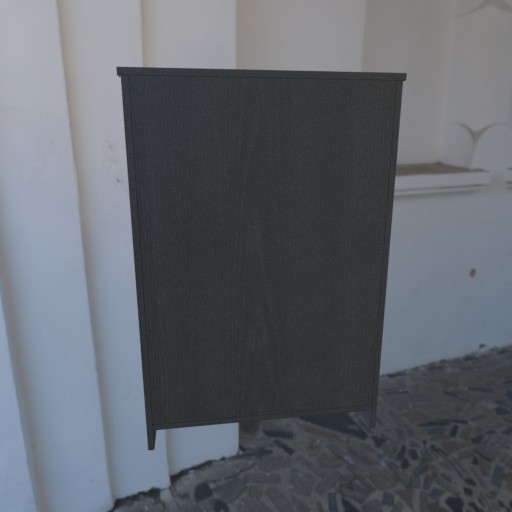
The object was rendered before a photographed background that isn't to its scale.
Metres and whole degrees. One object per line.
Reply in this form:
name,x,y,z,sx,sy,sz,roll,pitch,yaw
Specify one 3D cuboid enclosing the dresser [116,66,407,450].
dresser,0.000,0.000,1.374,0.700,1.020,0.398,-2,15,-8
